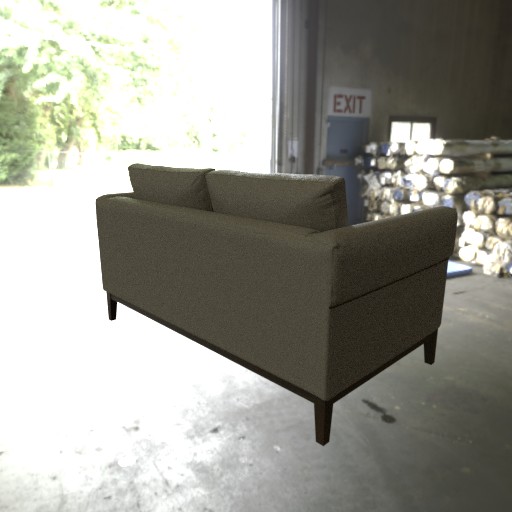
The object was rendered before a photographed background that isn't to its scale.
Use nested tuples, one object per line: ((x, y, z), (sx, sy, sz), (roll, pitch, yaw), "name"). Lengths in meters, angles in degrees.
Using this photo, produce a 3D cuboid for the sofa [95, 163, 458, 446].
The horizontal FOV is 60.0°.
((0.000, 0.000, 2.185), (0.899, 0.873, 1.598), (-13, 20, -43), "sofa")
